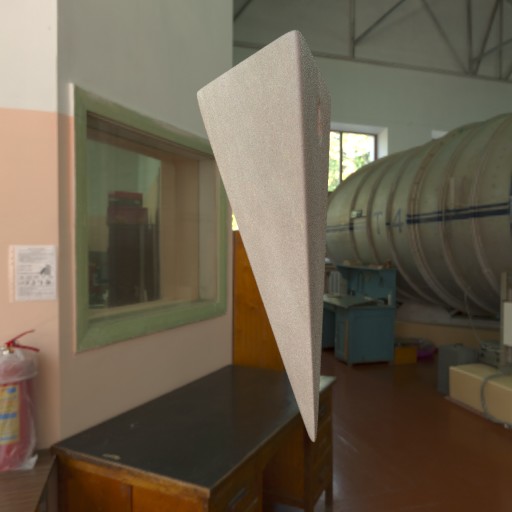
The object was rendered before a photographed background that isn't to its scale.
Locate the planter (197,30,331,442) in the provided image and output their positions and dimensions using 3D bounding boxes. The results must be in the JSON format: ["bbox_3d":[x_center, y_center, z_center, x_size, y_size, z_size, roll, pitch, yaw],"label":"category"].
[{"bbox_3d":[0.000,0.000,0.278,0.081,0.224,0.101,0,1,18],"label":"planter"}]
